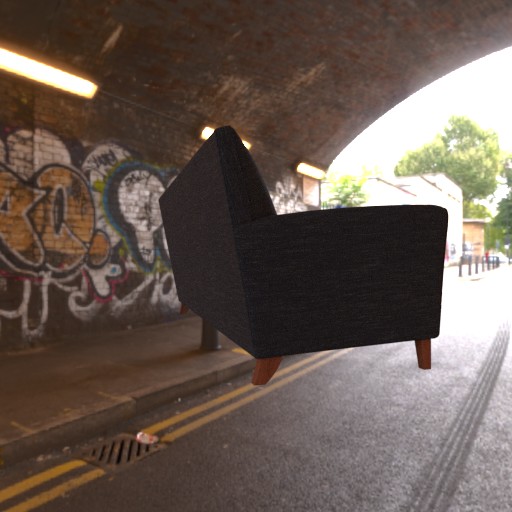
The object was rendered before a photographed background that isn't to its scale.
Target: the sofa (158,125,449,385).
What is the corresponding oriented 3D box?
[{"bbox_3d":[0.000,0.000,2.426,0.875,0.846,1.976,0,0,-18],"label":"sofa"}]
